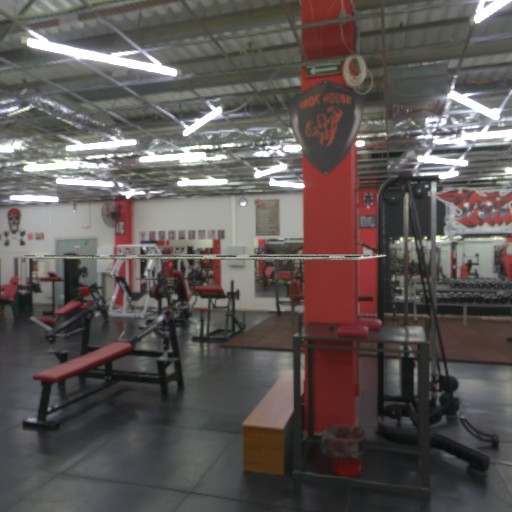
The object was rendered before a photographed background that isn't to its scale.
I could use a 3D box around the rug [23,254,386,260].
[{"bbox_3d":[0.000,0.000,2.921,1.555,0.016,2.286,0,0,19],"label":"rug"}]
